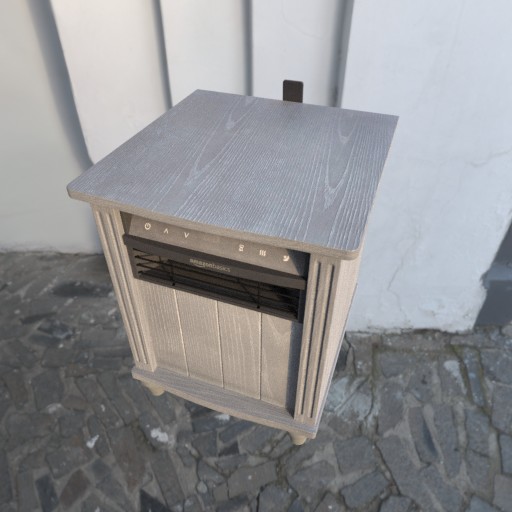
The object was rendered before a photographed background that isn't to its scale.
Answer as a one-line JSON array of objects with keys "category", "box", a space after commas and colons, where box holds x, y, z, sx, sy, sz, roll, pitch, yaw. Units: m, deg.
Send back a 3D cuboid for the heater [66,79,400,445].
[{"category": "heater", "box": [0.000, 0.000, 0.763, 0.362, 0.481, 0.400, 13, 41, 16]}]
